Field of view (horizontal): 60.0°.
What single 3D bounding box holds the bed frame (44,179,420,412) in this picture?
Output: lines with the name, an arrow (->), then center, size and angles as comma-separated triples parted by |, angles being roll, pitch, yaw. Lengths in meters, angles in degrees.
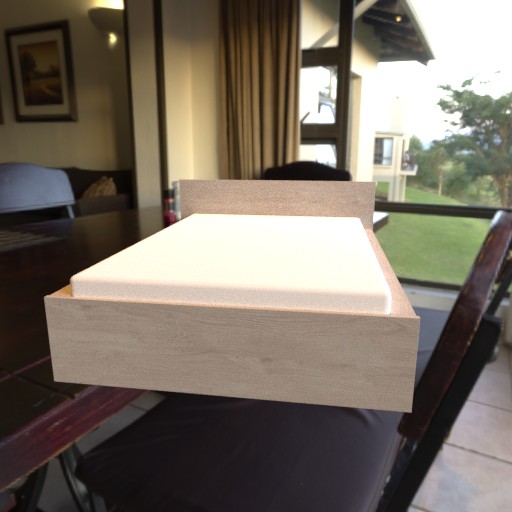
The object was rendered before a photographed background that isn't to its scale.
bed frame -> 0.000, 0.000, 2.814 | 1.622, 0.800, 1.960 | 2, 14, 9
